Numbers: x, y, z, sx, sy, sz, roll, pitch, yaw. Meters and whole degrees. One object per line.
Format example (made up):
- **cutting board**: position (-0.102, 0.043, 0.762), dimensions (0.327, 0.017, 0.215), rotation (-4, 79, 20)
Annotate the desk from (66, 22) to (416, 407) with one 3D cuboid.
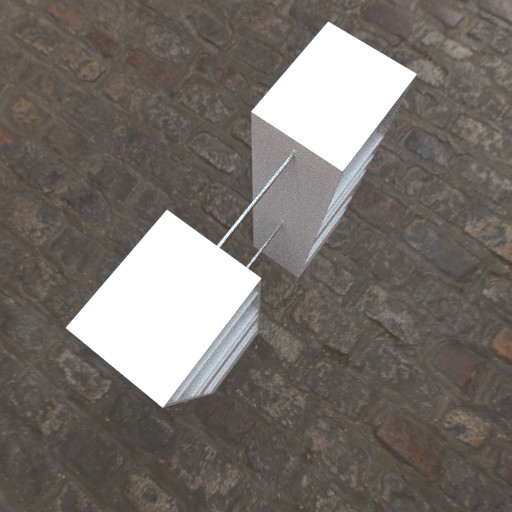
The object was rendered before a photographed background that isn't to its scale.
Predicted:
- **desk**: position (0.000, 0.000, 2.798), dimensions (0.480, 2.000, 1.770), rotation (36, 77, 9)
